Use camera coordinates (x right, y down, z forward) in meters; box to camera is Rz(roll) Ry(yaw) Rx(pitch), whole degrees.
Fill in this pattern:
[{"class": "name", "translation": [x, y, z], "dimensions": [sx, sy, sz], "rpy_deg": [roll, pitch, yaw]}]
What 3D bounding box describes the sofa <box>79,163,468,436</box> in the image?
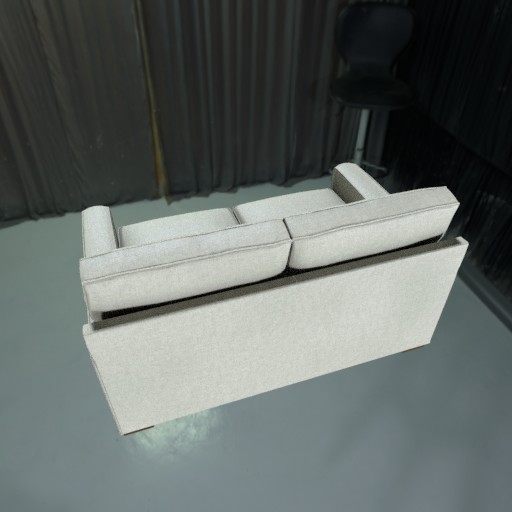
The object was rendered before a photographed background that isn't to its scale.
[{"class": "sofa", "translation": [0.000, 0.000, 2.070], "dimensions": [1.484, 0.853, 0.940], "rpy_deg": [-12, 42, -14]}]
